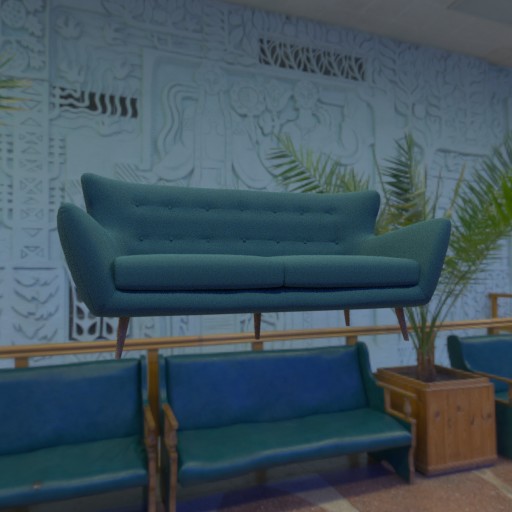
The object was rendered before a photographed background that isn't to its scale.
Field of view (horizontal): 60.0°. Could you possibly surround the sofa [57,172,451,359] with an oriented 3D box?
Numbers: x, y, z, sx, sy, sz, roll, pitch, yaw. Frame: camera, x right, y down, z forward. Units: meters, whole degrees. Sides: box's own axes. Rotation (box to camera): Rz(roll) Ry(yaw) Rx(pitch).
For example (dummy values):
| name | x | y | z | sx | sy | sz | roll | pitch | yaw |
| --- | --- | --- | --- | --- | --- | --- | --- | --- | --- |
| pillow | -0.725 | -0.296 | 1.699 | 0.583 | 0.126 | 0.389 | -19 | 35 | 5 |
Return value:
| name | x | y | z | sx | sy | sz | roll | pitch | yaw |
| --- | --- | --- | --- | --- | --- | --- | --- | --- | --- |
| sofa | 0.000 | 0.000 | 2.425 | 1.930 | 0.890 | 0.889 | 0 | -1 | -18 |
